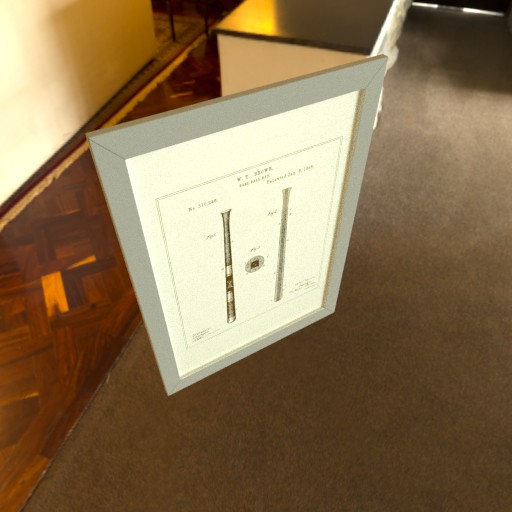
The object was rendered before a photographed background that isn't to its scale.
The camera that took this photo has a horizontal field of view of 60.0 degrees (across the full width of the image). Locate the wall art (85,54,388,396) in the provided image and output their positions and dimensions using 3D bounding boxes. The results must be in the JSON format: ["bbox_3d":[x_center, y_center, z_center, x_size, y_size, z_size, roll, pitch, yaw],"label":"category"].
[{"bbox_3d":[0.000,0.000,0.679,0.374,0.529,0.012,-23,50,-20],"label":"wall art"}]
